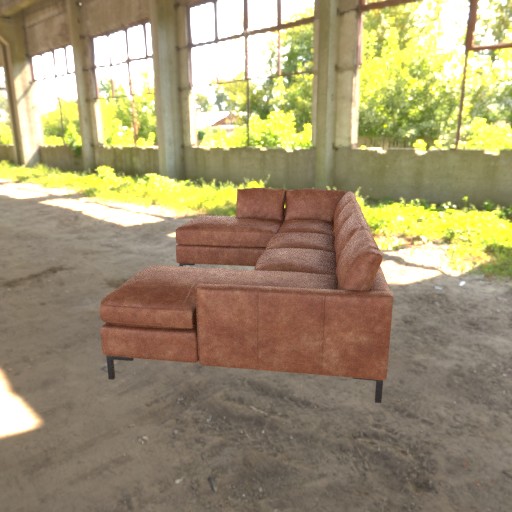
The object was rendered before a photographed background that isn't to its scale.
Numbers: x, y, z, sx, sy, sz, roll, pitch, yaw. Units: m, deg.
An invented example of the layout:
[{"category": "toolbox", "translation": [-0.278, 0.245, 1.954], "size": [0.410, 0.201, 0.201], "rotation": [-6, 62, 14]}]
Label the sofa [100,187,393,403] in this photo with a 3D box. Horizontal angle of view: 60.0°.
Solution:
[{"category": "sofa", "translation": [0.000, 0.000, 3.918], "size": [1.939, 0.900, 2.956], "rotation": [2, 15, 9]}]
